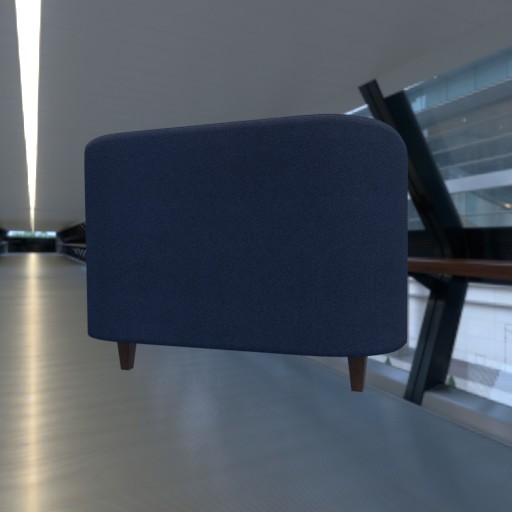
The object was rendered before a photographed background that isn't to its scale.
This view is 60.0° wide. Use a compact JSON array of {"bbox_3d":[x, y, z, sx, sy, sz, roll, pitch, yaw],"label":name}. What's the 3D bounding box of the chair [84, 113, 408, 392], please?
[{"bbox_3d":[0.000,0.000,1.726,1.118,0.787,0.914,0,0,18],"label":"chair"}]
